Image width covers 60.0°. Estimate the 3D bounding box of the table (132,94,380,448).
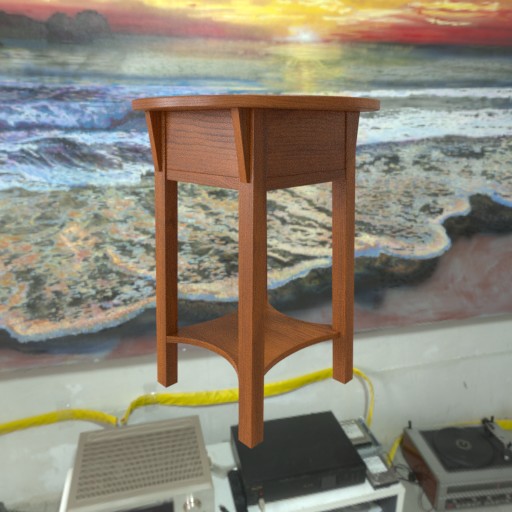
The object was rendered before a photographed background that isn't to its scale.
[{"bbox_3d":[0.000,0.000,0.930,0.457,0.610,0.457,0,16,0],"label":"table"}]
